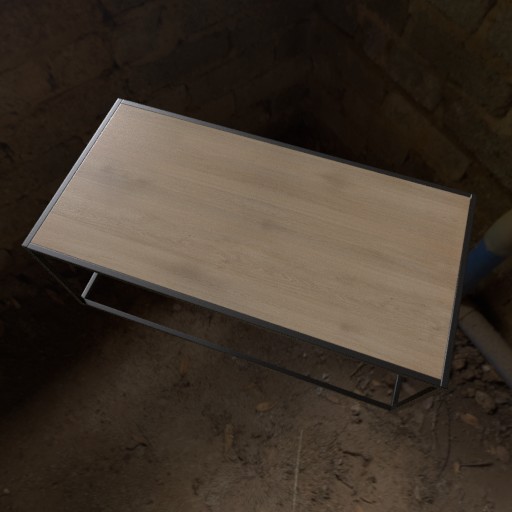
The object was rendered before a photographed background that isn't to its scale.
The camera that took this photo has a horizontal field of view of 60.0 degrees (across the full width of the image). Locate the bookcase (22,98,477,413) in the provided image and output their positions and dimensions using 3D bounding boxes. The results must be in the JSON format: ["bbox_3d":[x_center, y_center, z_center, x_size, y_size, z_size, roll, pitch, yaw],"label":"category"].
[{"bbox_3d":[0.000,0.000,1.255,1.000,0.400,0.500,17,65,8],"label":"bookcase"}]
